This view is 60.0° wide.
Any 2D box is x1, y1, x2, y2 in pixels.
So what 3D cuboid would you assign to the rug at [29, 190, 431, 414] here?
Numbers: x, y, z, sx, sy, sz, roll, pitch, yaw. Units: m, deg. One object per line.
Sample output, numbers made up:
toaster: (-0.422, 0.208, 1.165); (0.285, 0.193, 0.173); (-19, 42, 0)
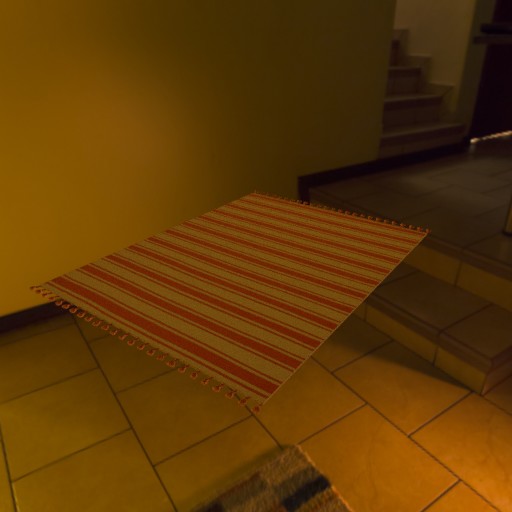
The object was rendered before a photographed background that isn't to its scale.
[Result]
rug: (0.000, 0.000, 4.430); (2.451, 0.035, 3.369); (18, 31, 32)
